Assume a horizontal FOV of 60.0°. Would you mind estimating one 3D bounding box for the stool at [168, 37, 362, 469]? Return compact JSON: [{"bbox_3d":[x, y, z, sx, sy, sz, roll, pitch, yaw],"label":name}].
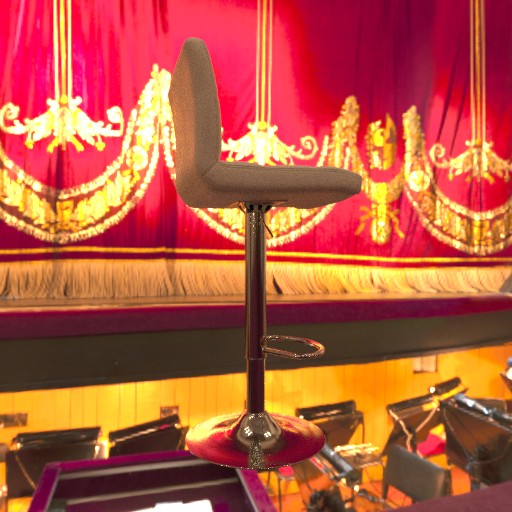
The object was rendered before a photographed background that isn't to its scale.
[{"bbox_3d":[0.000,0.000,1.360,0.505,1.115,0.430,0,0,-17],"label":"stool"}]
